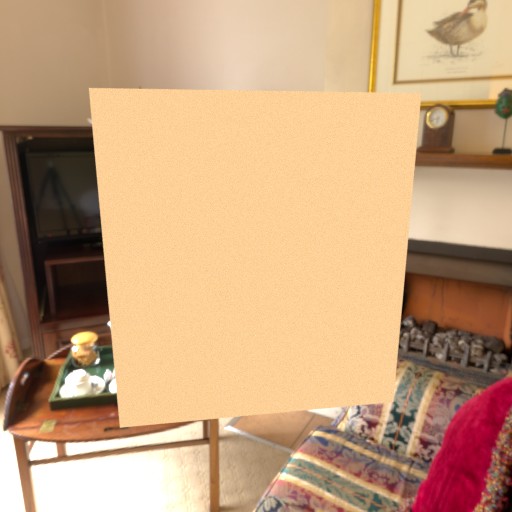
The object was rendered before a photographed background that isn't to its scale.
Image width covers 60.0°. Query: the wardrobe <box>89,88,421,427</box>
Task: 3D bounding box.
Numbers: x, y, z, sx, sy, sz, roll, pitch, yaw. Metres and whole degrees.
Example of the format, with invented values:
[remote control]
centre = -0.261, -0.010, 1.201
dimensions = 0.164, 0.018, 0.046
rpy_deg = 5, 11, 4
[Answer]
[wardrobe]
centre = 0.000, 0.000, 2.959
dimensions = 1.830, 2.020, 0.600
rpy_deg = -2, 15, -8
